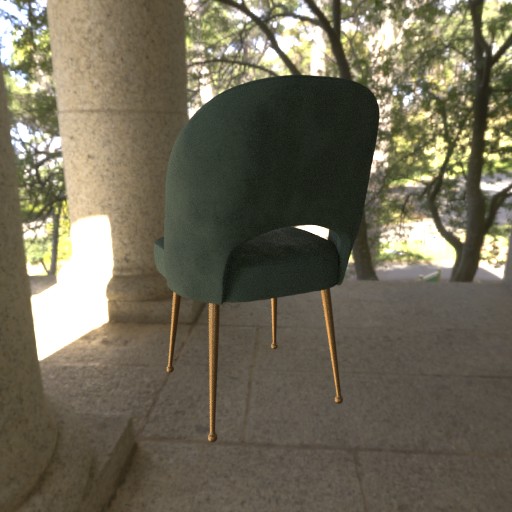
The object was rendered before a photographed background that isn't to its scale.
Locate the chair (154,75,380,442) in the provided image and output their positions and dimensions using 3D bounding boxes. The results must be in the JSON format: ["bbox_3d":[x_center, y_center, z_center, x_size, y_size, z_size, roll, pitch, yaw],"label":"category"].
[{"bbox_3d":[0.000,0.000,1.224,0.527,0.860,0.577,-7,16,-25],"label":"chair"}]
